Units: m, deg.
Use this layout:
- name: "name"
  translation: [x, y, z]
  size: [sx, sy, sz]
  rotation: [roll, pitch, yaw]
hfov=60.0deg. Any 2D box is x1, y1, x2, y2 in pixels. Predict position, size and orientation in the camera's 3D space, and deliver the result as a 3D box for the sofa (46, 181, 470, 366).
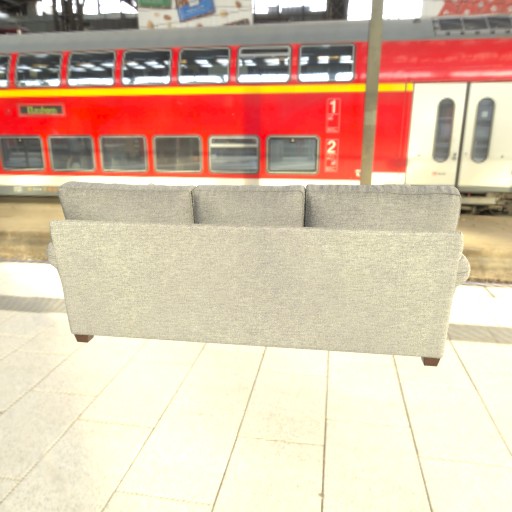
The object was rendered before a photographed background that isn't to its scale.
- name: "sofa"
  translation: [0.000, 0.000, 2.784]
  size: [2.312, 0.975, 0.965]
  rotation: [2, 16, 8]
